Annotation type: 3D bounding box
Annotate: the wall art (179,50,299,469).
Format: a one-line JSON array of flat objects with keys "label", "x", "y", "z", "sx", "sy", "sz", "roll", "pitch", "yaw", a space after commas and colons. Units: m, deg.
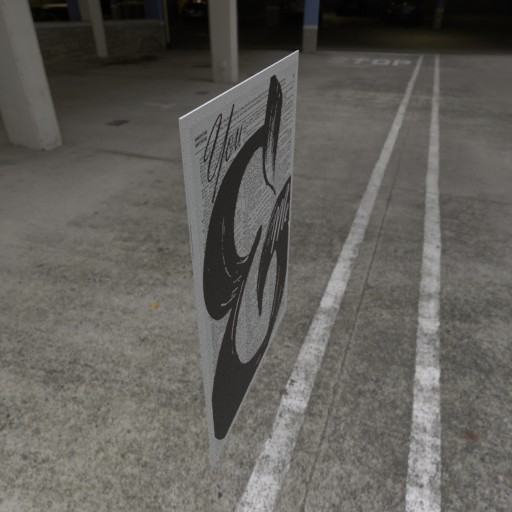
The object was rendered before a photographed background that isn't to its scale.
[{"label": "wall art", "x": 0.000, "y": 0.000, "z": 0.791, "sx": 0.003, "sy": 0.609, "sz": 0.457, "roll": 11, "pitch": 35, "yaw": 16}]
